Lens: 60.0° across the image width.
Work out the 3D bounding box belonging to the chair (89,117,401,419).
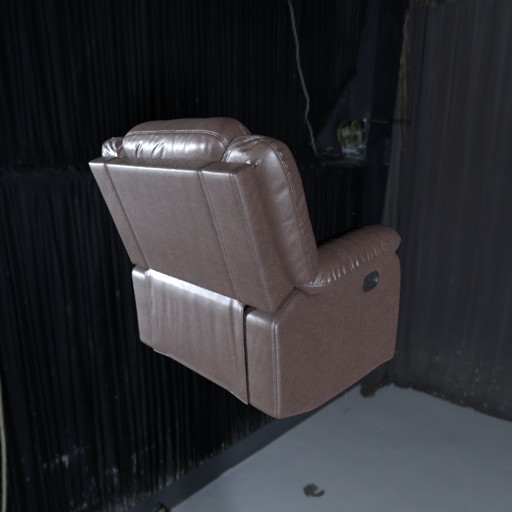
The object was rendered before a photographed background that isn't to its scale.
[{"bbox_3d":[0.000,0.000,1.735,0.899,1.009,0.934,14,20,43],"label":"chair"}]
